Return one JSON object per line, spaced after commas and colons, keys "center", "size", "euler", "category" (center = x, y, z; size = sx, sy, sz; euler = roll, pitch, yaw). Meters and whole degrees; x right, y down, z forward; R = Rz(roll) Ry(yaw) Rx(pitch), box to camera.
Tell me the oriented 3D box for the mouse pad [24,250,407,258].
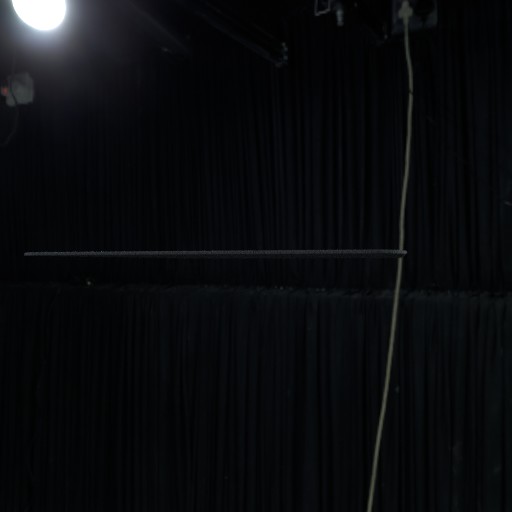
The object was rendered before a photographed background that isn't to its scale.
{"center": [0.000, 0.000, 0.425], "size": [0.269, 0.002, 0.315], "euler": [0, -1, 18], "category": "mouse pad"}
